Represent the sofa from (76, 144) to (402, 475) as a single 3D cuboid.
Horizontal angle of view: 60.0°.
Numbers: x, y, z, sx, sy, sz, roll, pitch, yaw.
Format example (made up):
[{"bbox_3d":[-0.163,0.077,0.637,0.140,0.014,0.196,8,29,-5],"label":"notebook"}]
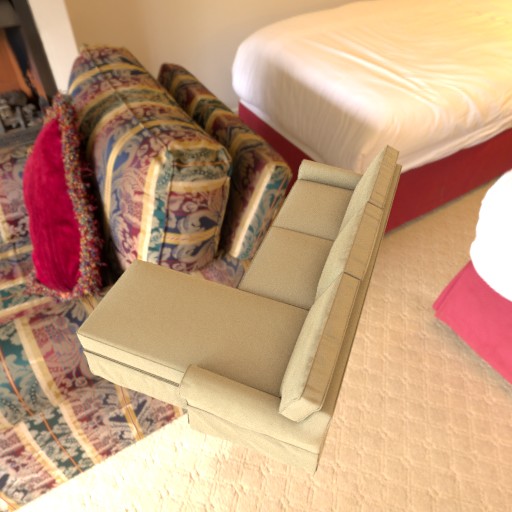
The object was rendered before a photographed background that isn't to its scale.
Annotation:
[{"bbox_3d":[0.000,0.000,3.390,1.733,0.978,2.475,16,48,15],"label":"sofa"}]
